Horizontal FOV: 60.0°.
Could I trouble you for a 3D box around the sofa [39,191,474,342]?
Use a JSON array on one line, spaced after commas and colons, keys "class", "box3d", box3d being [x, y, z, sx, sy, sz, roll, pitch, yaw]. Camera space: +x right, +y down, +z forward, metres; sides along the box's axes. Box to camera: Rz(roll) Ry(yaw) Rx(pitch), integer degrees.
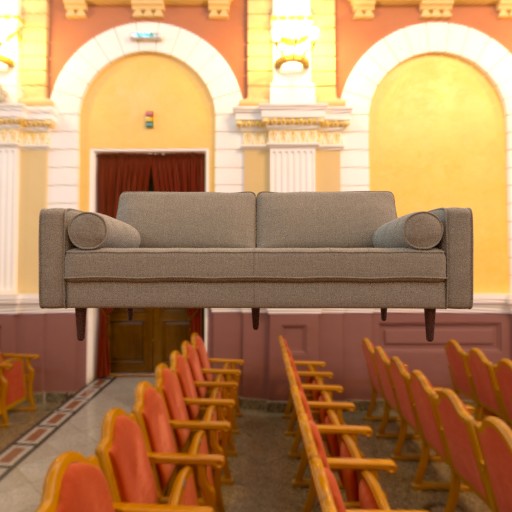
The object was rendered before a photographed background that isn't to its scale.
[{"class": "sofa", "box3d": [0.000, 0.000, 2.315, 1.879, 0.762, 0.914, 0, -1, 1]}]
